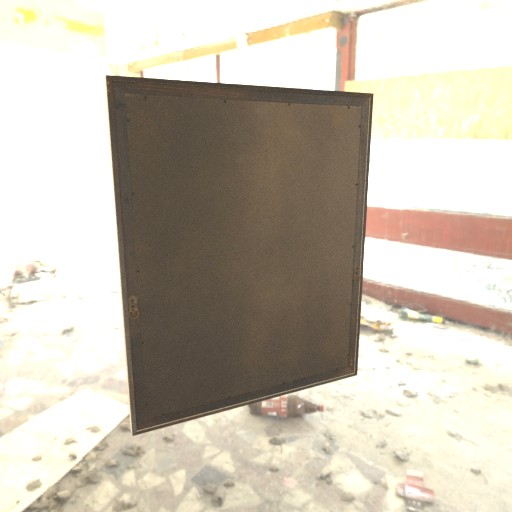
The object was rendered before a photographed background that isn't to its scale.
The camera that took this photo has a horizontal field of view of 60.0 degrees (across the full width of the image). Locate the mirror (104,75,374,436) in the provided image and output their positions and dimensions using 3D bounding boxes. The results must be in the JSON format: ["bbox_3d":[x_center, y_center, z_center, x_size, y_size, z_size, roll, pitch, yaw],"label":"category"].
[{"bbox_3d":[0.000,0.000,1.222,0.730,0.882,0.032,-6,15,-25],"label":"mirror"}]
